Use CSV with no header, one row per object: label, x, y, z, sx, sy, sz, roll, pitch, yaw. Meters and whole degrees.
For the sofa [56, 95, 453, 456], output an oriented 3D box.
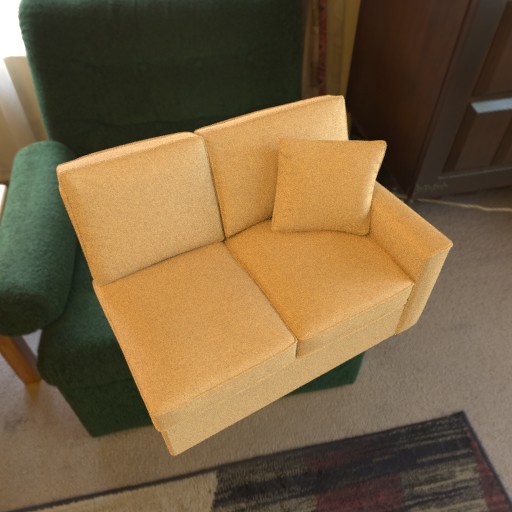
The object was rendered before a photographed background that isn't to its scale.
sofa,0.000,0.000,2.018,1.388,0.989,0.991,-22,50,-20
